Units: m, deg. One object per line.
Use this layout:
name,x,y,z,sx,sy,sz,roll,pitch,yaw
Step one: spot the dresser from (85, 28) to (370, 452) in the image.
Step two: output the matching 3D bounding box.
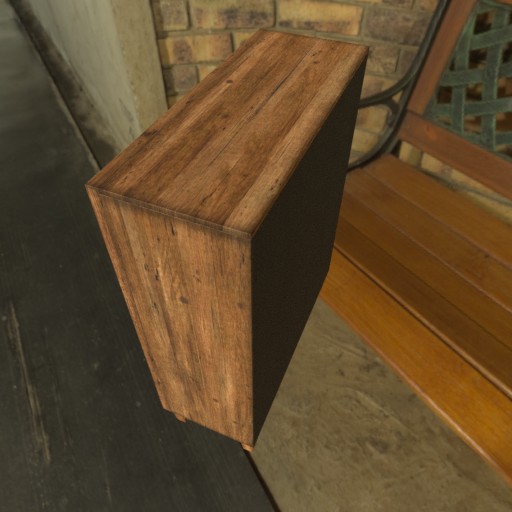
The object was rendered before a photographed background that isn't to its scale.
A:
dresser,0.000,0.000,1.823,0.438,1.359,1.067,17,49,16
